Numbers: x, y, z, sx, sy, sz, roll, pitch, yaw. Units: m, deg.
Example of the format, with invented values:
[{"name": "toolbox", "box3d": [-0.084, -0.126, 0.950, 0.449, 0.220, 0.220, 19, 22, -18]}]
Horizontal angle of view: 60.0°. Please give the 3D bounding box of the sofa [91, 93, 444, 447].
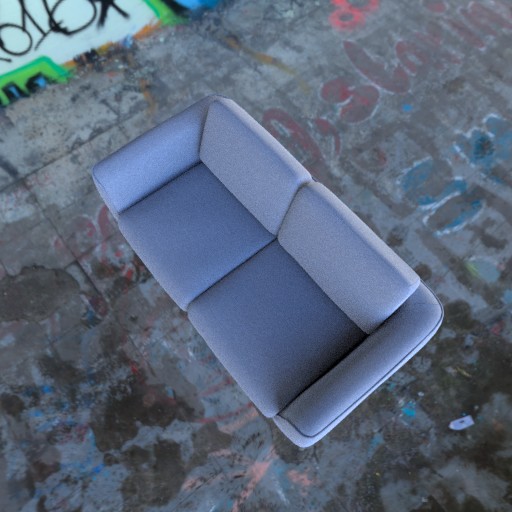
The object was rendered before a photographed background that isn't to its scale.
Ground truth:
[{"name": "sofa", "box3d": [0.000, 0.000, 2.254, 0.920, 0.850, 1.700, -36, 70, -16]}]
